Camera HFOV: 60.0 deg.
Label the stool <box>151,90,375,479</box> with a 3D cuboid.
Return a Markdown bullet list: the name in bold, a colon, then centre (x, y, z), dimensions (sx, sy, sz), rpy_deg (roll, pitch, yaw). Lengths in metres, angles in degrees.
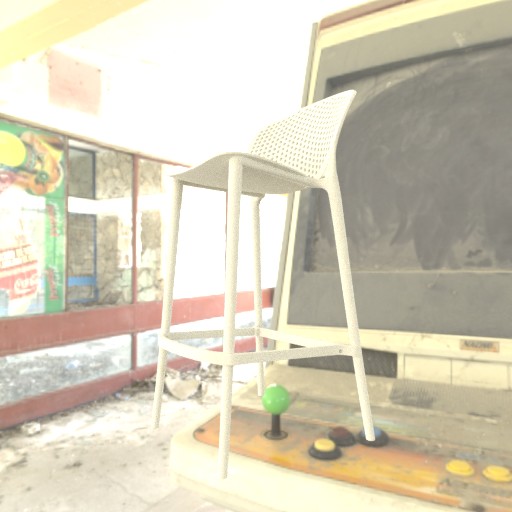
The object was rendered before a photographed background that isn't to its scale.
- **stool**: centre (0.000, 0.000, 1.338), dimensions (0.535, 1.045, 0.536), rpy_deg (0, -1, -36)
